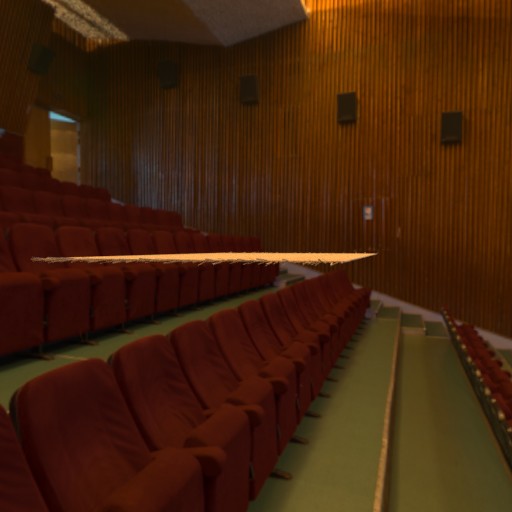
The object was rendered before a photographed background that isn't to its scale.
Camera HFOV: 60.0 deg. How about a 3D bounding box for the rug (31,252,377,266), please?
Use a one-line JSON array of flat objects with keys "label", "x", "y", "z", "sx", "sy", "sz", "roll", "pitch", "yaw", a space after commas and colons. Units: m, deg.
[{"label": "rug", "x": 0.000, "y": 0.000, "z": 2.505, "sx": 1.224, "sy": 0.027, "sz": 2.021, "roll": 0, "pitch": 1, "yaw": 18}]
